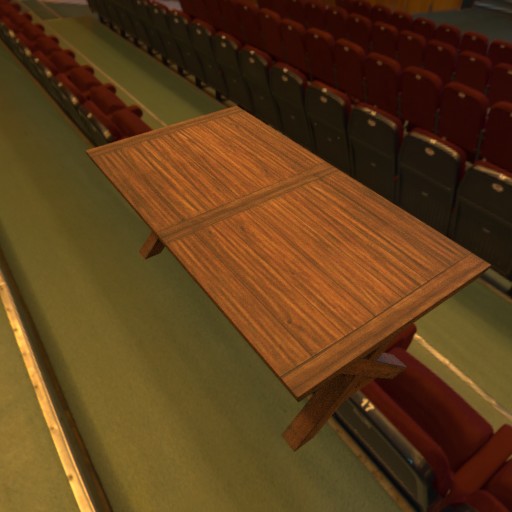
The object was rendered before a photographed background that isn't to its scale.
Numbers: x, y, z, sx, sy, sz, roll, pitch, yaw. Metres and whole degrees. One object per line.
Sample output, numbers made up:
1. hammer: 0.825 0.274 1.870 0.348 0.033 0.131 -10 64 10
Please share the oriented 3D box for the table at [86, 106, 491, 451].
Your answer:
1. table: 0.000 0.000 2.525 1.071 0.793 1.966 -26 48 -25
